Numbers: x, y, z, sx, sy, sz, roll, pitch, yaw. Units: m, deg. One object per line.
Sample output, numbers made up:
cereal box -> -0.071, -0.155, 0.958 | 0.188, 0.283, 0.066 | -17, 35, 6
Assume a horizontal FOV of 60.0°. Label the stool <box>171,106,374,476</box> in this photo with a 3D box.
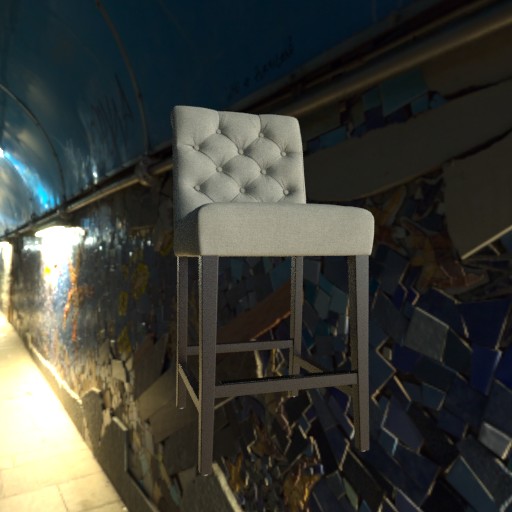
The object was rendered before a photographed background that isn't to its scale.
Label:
stool -> 0.000, 0.000, 1.382 | 0.493, 1.040, 0.601 | 0, 0, -17
